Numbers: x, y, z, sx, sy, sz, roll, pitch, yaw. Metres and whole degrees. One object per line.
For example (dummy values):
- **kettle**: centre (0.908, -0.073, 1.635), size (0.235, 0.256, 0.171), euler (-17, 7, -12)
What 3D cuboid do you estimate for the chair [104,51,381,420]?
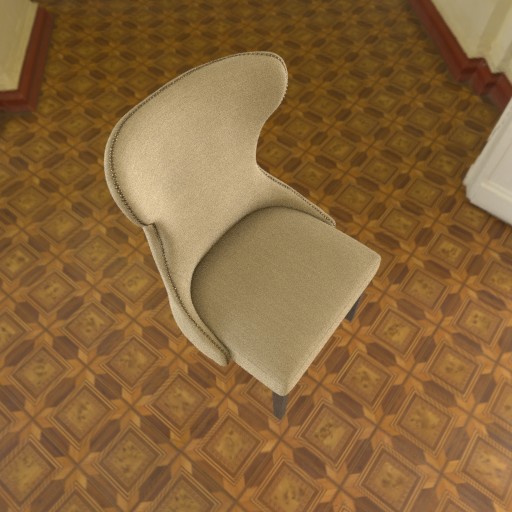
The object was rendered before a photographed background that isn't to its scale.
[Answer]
- **chair**: centre (0.000, 0.000, 1.385), size (0.635, 0.967, 0.628), euler (33, 63, 19)
